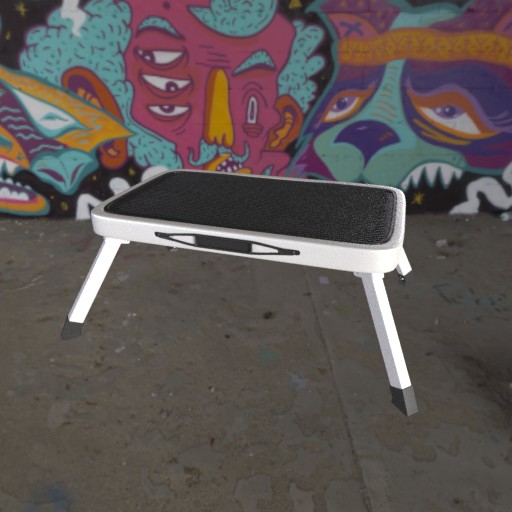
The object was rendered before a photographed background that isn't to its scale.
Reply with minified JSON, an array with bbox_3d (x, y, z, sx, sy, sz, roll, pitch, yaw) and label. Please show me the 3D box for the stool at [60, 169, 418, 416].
[{"bbox_3d":[0.000,0.000,0.630,0.460,0.170,0.320,8,27,16],"label":"stool"}]
